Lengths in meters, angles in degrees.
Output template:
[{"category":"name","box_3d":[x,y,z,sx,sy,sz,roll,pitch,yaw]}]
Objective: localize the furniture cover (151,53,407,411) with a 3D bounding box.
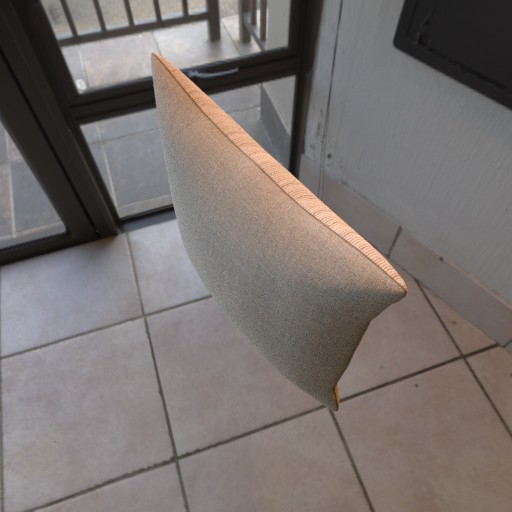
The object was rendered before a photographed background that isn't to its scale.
[{"category":"furniture cover","box_3d":[0.000,0.000,0.761,0.178,0.506,0.512,-33,63,-19]}]
